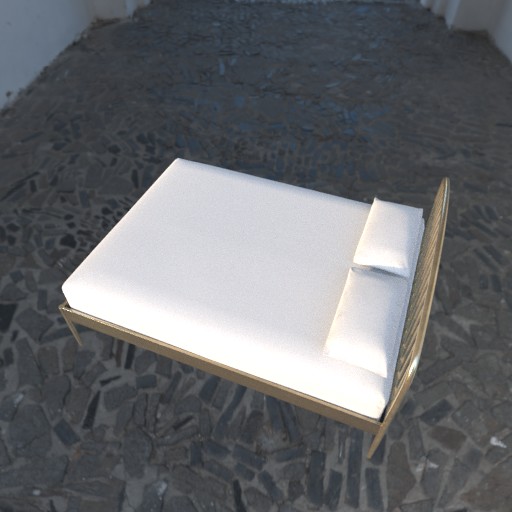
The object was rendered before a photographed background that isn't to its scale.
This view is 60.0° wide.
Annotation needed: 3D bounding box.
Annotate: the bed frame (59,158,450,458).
[{"bbox_3d":[0.000,0.000,3.045,2.152,1.175,1.612,16,49,15],"label":"bed frame"}]
